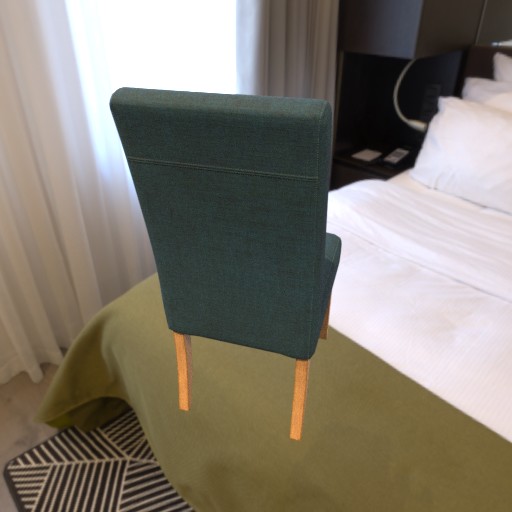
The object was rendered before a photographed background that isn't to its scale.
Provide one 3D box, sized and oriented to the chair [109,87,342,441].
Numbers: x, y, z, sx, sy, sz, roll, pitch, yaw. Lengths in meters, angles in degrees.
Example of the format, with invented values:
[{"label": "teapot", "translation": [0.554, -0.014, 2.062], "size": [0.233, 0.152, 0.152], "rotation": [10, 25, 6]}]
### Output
[{"label": "chair", "translation": [0.000, 0.000, 1.321], "size": [0.450, 1.029, 0.610], "rotation": [9, 33, 15]}]
